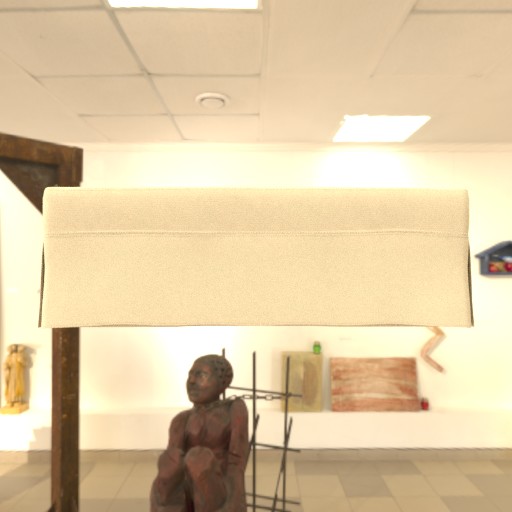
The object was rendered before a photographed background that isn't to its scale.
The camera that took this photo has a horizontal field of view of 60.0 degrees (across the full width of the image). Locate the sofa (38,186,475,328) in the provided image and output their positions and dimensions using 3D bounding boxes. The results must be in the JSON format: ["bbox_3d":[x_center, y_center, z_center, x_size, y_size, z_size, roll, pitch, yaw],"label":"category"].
[{"bbox_3d":[0.000,0.000,2.090,1.677,0.552,0.939,0,-1,-1],"label":"sofa"}]
